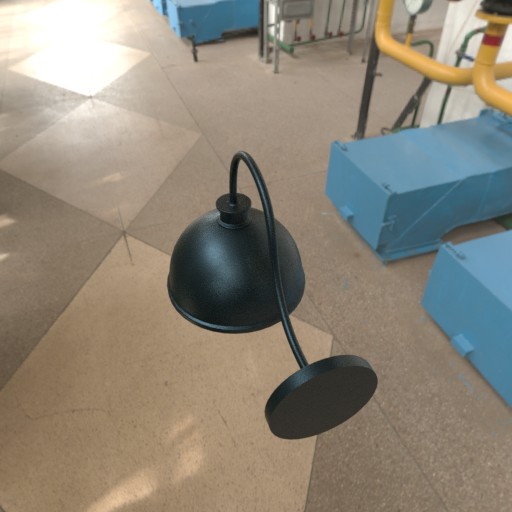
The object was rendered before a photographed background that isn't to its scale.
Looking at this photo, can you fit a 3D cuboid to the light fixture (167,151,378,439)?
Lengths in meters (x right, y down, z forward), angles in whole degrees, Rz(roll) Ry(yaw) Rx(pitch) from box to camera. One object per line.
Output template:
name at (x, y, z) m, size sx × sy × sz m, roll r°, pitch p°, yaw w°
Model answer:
light fixture at (0.000, 0.000, 0.649) m, size 0.253 × 0.295 × 0.467 m, roll -13°, pitch 43°, yaw -15°
